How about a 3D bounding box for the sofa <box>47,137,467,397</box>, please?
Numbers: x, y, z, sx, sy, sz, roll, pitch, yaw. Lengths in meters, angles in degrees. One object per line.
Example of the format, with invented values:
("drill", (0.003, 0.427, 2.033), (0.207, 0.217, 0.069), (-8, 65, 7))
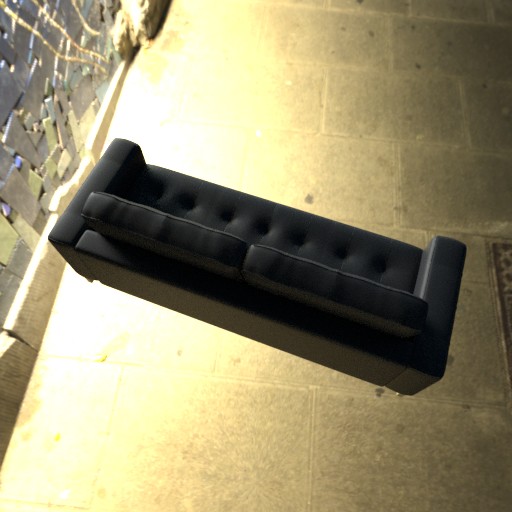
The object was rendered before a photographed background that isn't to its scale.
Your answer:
("sofa", (0.000, 0.000, 2.663), (2.275, 0.893, 0.833), (19, 64, 9))
